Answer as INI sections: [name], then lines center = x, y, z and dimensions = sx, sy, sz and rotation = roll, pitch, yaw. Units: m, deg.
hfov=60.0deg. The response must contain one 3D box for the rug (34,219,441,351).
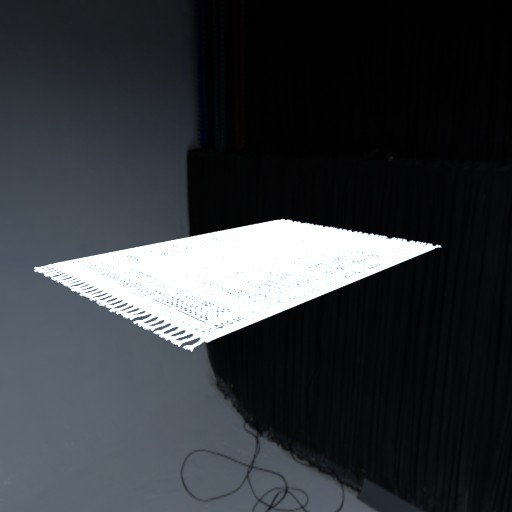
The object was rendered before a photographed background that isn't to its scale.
[rug]
center = 0.000, 0.000, 2.379
dimensions = 1.243, 0.013, 1.872
rotation = 14, 21, 42
